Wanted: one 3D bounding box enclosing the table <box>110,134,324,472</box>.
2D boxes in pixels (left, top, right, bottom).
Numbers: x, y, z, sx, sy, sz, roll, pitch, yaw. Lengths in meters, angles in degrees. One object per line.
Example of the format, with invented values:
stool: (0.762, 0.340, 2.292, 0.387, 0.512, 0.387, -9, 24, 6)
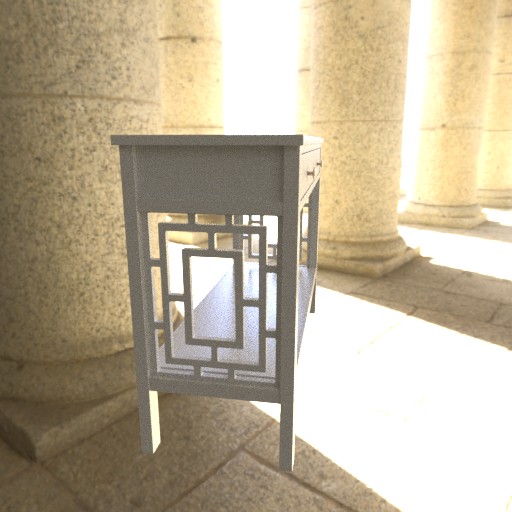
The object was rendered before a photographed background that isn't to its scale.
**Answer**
table: (0.000, 0.000, 1.453, 0.397, 0.753, 1.068, 3, 15, 10)
